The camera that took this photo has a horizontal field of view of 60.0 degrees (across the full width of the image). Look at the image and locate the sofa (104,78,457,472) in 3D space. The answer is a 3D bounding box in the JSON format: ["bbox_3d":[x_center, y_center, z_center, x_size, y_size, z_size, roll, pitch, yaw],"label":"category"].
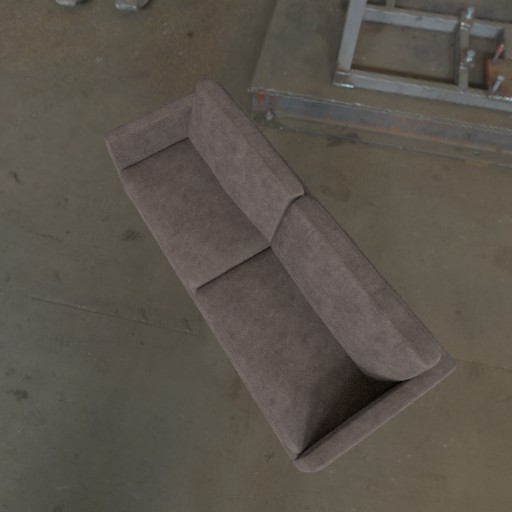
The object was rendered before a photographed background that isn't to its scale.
[{"bbox_3d":[0.000,0.000,2.852,0.951,0.965,2.434,-30,68,-14],"label":"sofa"}]
